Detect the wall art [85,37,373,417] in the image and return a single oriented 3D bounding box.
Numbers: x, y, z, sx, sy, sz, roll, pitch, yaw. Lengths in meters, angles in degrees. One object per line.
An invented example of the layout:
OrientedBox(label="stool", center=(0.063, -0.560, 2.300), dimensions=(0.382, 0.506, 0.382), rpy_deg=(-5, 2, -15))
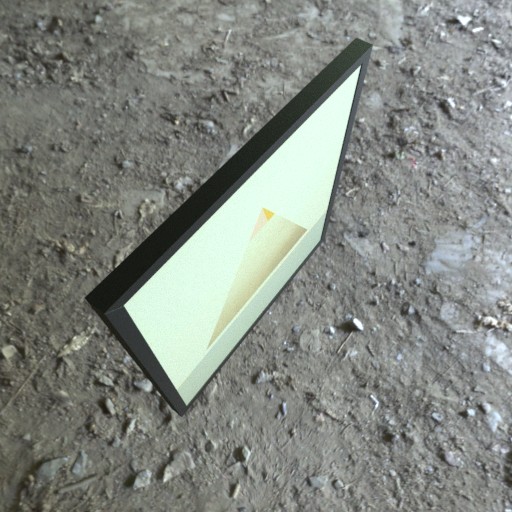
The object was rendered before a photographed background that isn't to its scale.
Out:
OrientedBox(label="wall art", center=(0.000, 0.000, 0.747), dimensions=(0.028, 0.511, 0.513), rpy_deg=(33, 65, 18))
